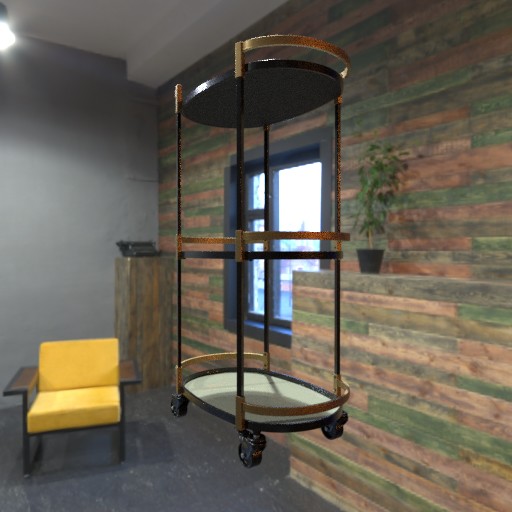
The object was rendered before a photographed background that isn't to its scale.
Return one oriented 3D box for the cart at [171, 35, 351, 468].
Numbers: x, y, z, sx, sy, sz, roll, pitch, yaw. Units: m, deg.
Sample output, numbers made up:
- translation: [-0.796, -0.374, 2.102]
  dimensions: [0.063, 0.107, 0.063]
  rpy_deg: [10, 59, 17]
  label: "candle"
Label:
- translation: [0.000, 0.000, 1.124]
  dimensions: [0.311, 0.885, 0.515]
  rpy_deg: [0, 1, -35]
  label: "cart"
